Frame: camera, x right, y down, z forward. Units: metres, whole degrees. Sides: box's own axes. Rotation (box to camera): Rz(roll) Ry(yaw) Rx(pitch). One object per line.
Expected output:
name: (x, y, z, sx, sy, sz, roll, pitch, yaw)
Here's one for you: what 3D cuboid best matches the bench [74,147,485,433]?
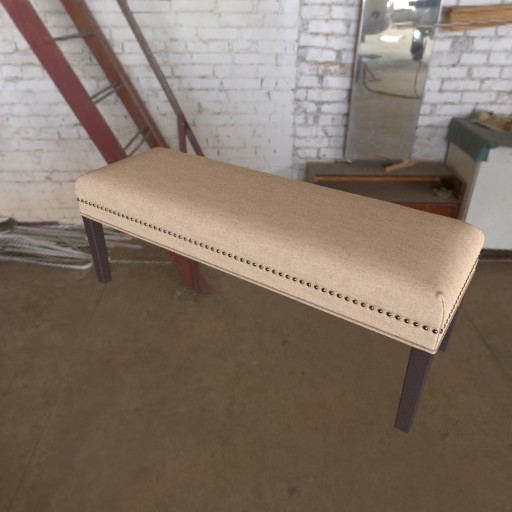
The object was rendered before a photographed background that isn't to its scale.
bench: (0.000, 0.000, 1.428, 1.219, 0.457, 0.410, 20, 37, 29)
